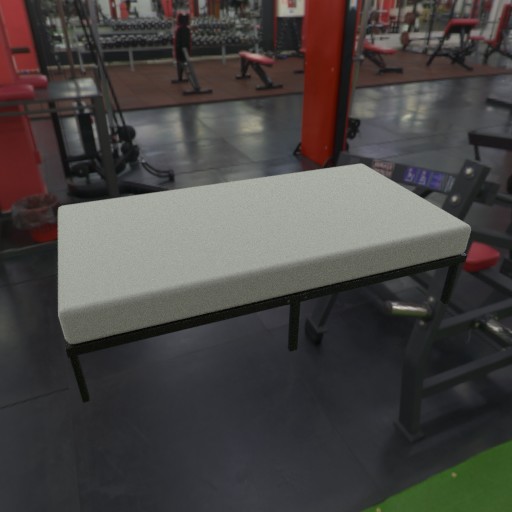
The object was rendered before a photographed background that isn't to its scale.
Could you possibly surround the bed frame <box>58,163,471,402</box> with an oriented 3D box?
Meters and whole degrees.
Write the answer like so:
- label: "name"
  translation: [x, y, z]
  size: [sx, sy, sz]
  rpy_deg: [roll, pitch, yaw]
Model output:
- label: "bed frame"
  translation: [0.000, 0.000, 3.289]
  size: [2.635, 0.680, 1.393]
  rpy_deg: [-11, 33, -18]
